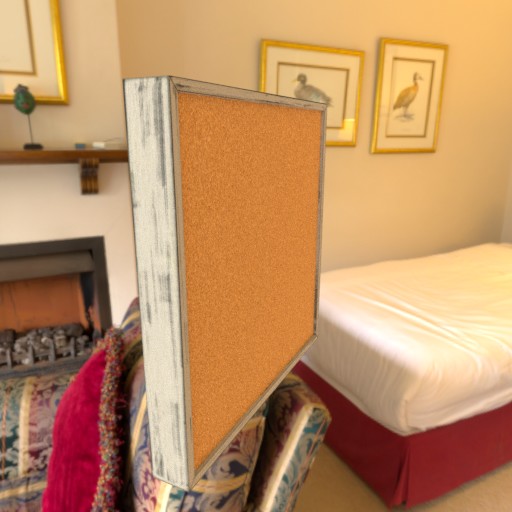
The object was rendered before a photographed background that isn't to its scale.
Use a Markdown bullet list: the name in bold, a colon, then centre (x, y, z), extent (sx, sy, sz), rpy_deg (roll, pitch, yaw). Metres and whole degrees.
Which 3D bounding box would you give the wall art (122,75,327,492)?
- **wall art**: centre (0.000, 0.000, 0.443), extent (0.036, 0.303, 0.303), rpy_deg (8, 17, 26)
